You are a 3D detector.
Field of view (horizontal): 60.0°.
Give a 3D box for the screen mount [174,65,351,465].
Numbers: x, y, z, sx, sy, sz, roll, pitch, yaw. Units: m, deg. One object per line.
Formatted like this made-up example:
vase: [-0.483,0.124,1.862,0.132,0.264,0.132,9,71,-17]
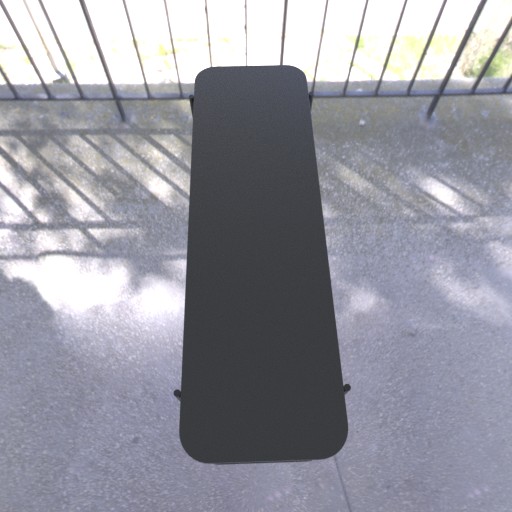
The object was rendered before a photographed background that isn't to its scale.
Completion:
screen mount: [0.000,0.000,1.402,0.400,0.447,1.200,-2,63,-1]
